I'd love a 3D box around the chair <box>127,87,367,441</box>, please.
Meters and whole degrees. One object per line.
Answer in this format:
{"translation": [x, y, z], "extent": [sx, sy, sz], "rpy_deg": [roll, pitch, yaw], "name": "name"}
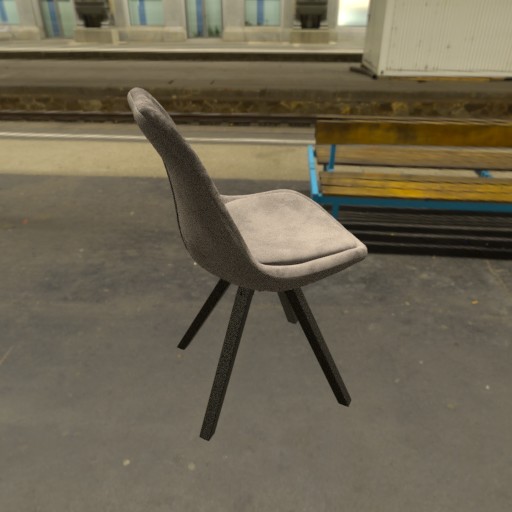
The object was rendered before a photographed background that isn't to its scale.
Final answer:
{"translation": [0.000, 0.000, 1.200], "extent": [0.550, 0.850, 0.485], "rpy_deg": [-9, 31, -16], "name": "chair"}
